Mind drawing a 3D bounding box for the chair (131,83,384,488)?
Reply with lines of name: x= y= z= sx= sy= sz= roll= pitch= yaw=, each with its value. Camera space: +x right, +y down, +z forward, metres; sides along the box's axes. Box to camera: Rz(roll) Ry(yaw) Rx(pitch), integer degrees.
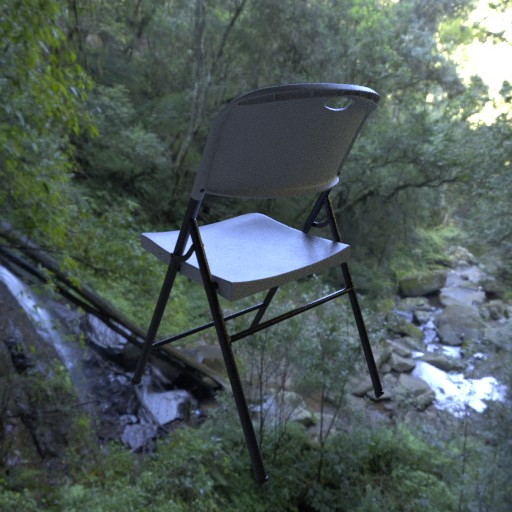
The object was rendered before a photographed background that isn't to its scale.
chair: x=0.000 y=0.000 z=1.164 sx=0.494 sy=0.810 sz=0.566 roll=-15 pitch=22 yaw=-41
